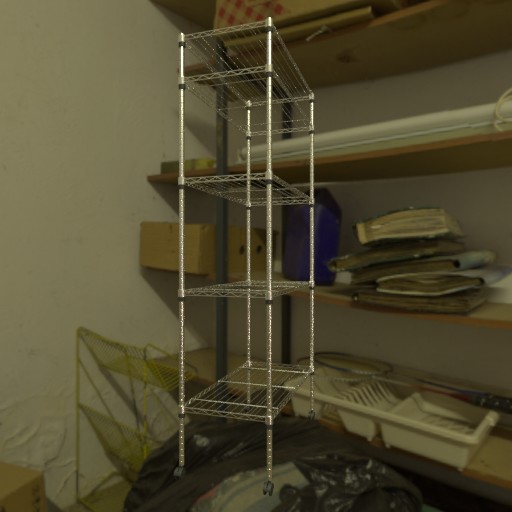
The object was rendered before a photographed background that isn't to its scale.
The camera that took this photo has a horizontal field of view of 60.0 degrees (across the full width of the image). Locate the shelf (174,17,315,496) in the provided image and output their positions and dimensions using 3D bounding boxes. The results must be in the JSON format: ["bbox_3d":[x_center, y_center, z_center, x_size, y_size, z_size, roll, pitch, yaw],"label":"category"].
[{"bbox_3d":[0.000,0.000,1.868,0.356,1.587,0.762,0,0,19],"label":"shelf"}]
